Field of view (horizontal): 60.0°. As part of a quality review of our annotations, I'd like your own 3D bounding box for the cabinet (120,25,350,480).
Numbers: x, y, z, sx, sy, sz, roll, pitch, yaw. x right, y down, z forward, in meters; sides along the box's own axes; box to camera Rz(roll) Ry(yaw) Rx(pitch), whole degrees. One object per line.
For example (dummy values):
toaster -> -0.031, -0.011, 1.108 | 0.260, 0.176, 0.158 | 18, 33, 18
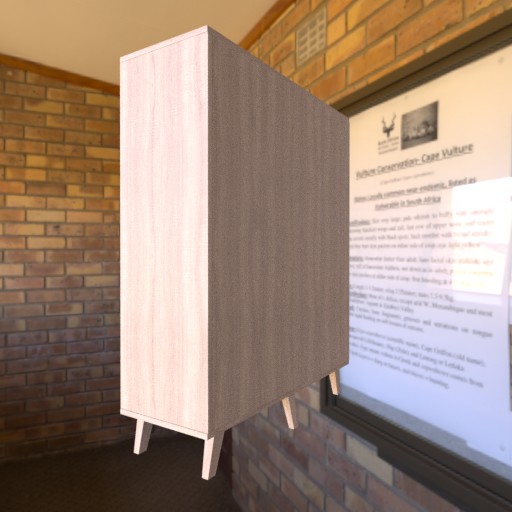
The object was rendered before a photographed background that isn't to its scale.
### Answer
cabinet -> 0.000, 0.000, 1.898 | 0.398, 1.388, 1.111 | 0, 0, 34
